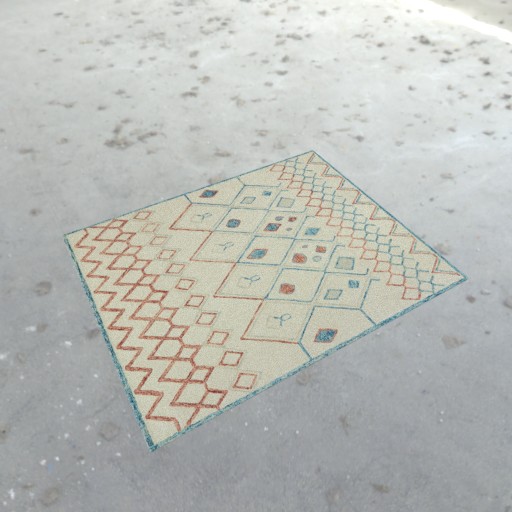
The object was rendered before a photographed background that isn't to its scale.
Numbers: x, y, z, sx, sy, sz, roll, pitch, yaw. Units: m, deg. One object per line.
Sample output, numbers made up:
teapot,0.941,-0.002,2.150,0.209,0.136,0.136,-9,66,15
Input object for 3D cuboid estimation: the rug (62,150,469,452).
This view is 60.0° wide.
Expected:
rug,0.000,0.000,4.216,3.050,0.016,2.441,-23,50,-21
